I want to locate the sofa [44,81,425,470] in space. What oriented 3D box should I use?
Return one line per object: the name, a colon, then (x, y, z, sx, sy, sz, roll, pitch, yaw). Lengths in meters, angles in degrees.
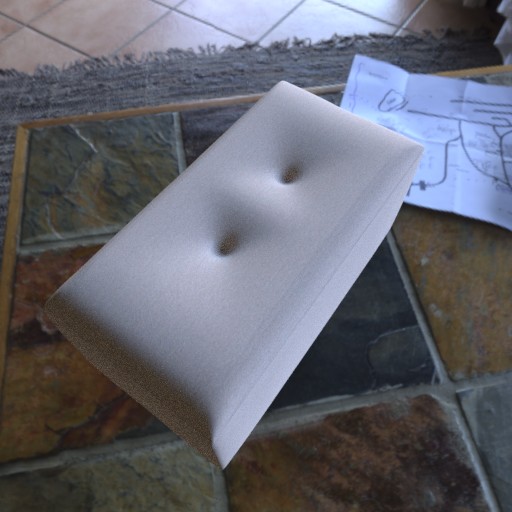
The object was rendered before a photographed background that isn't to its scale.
sofa: (0.000, 0.000, 1.200, 0.480, 0.470, 0.930, 32, 64, 18)
